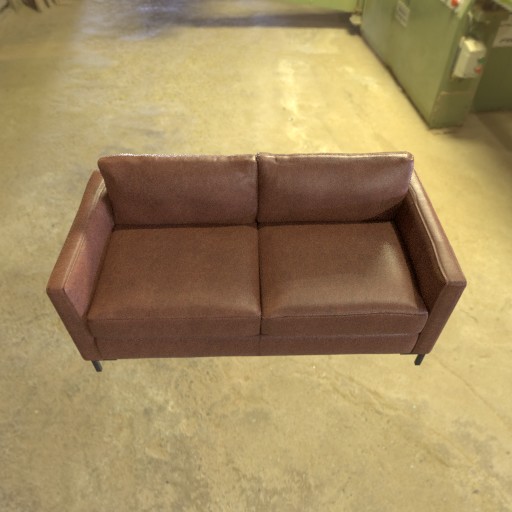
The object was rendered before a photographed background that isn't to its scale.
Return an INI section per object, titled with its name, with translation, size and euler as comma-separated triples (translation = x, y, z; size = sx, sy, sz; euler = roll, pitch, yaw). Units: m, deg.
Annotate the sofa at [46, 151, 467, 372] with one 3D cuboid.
[sofa]
translation = 0.000, 0.000, 2.284
size = 1.797, 0.883, 0.899
euler = -1, 46, -1
